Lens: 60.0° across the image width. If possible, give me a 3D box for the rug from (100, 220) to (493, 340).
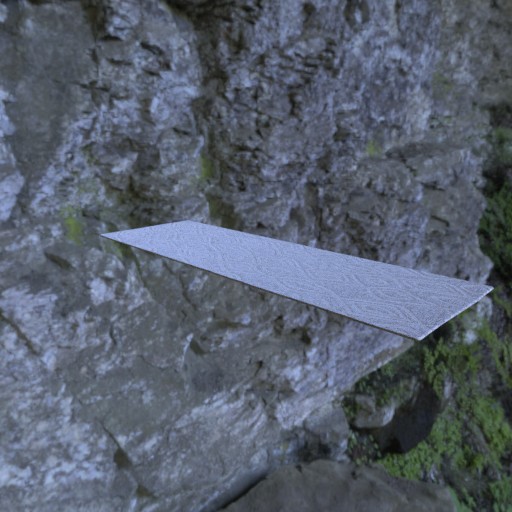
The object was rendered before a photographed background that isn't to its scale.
[{"bbox_3d":[0.000,0.000,2.669,0.807,0.013,2.436,-15,21,-43],"label":"rug"}]
